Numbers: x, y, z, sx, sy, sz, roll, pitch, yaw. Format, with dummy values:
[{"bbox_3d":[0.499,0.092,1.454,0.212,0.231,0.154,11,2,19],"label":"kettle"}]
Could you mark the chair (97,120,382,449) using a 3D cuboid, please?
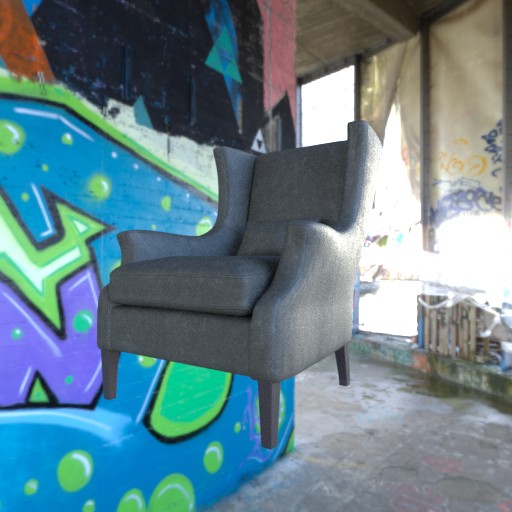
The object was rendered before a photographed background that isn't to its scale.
[{"bbox_3d":[0.000,0.000,1.717,0.853,1.016,0.926,0,0,36],"label":"chair"}]
